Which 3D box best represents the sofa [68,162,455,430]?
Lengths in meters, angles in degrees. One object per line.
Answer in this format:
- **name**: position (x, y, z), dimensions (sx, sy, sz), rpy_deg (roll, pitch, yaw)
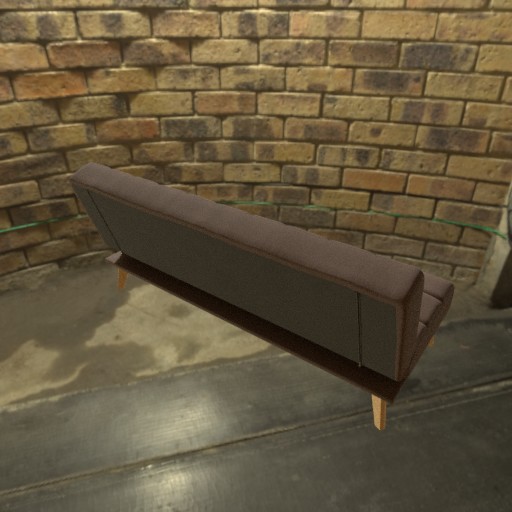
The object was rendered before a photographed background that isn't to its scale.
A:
- **sofa**: position (0.000, 0.000, 2.287), dimensions (1.800, 0.810, 0.860), rpy_deg (21, 37, 31)
